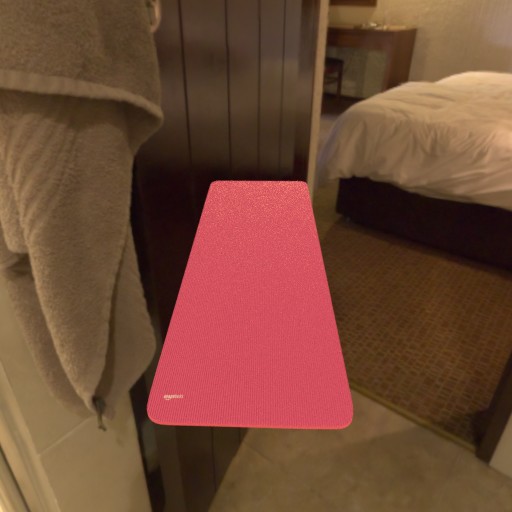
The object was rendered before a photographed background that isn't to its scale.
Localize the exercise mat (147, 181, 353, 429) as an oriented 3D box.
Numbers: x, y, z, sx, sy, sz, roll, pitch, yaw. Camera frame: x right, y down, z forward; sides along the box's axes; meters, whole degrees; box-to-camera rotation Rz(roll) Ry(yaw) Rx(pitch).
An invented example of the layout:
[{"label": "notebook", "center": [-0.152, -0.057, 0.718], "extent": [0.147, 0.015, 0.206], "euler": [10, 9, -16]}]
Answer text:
[{"label": "exercise mat", "center": [0.000, 0.000, 2.076], "extent": [0.616, 0.021, 1.884], "euler": [1, 31, 1]}]
